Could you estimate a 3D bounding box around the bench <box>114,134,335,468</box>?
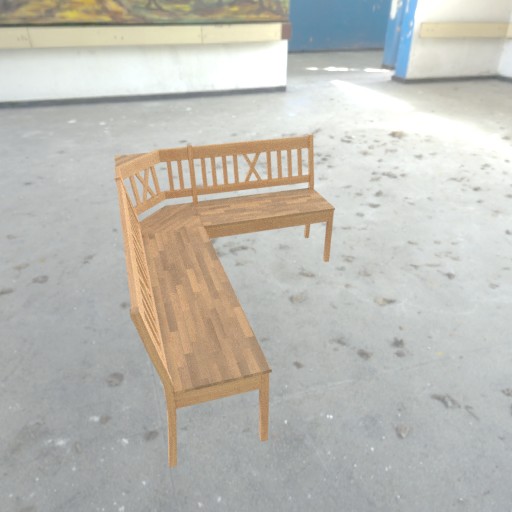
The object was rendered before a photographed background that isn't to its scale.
[{"bbox_3d":[0.000,0.000,2.777,1.537,0.902,1.937,-9,32,-15],"label":"bench"}]
